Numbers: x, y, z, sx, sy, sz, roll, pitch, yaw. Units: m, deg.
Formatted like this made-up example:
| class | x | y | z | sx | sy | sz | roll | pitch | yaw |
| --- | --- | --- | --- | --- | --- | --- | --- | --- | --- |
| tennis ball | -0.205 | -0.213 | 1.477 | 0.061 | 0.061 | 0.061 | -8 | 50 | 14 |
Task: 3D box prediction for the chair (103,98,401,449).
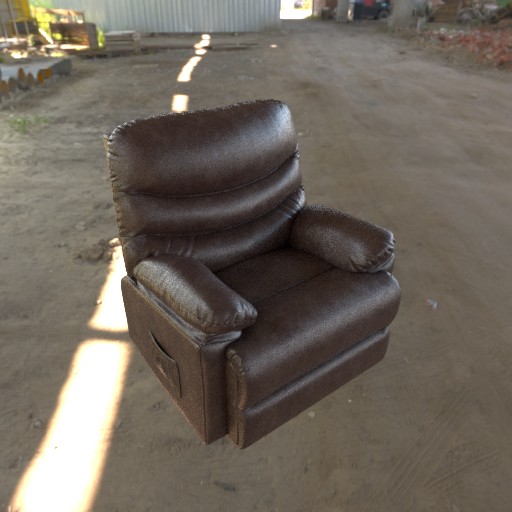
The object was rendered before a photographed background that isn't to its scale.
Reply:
| class | x | y | z | sx | sy | sz | roll | pitch | yaw |
| --- | --- | --- | --- | --- | --- | --- | --- | --- | --- |
| chair | 0.000 | 0.000 | 1.750 | 0.940 | 1.041 | 0.879 | -21 | 36 | -31 |
